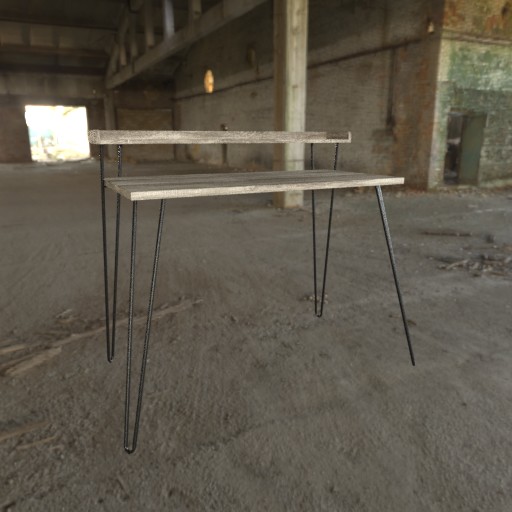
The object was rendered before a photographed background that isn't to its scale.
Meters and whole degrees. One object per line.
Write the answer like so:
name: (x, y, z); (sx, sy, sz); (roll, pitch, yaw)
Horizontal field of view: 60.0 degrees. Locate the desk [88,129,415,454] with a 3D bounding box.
desk: (0.000, 0.000, 1.648); (1.135, 0.899, 0.605); (-8, 17, -26)
